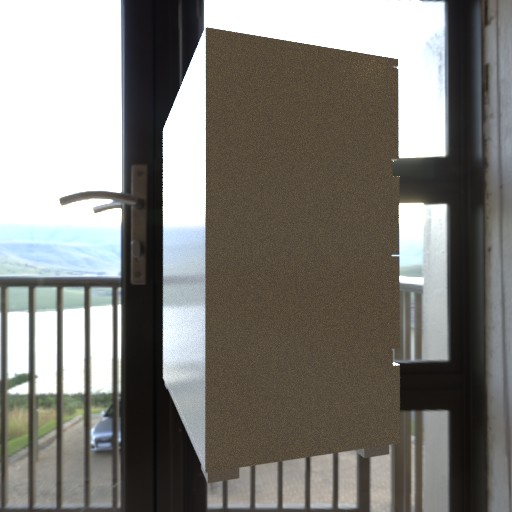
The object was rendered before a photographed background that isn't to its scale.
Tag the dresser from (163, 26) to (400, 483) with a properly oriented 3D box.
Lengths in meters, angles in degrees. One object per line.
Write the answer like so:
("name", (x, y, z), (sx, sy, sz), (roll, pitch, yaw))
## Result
("dresser", (0.000, 0.000, 1.145), (0.400, 0.800, 0.650), (0, 0, -18))
